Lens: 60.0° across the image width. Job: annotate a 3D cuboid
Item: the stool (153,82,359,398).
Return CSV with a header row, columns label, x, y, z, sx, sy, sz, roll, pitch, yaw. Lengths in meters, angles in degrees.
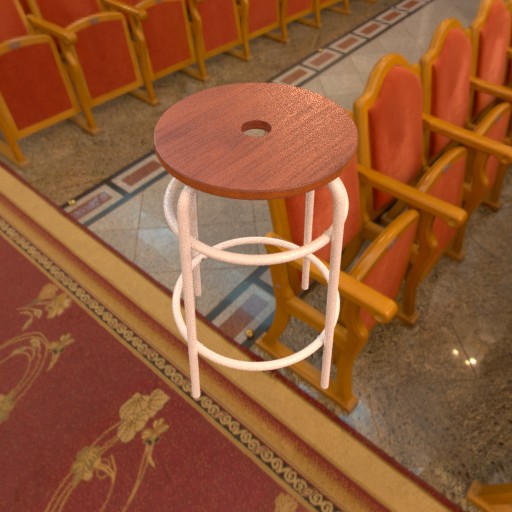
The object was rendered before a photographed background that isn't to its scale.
label,x,y,z,sx,sy,sz,roll,pitch,yaw
stool,0.000,0.000,0.950,0.455,0.610,0.455,32,54,27
